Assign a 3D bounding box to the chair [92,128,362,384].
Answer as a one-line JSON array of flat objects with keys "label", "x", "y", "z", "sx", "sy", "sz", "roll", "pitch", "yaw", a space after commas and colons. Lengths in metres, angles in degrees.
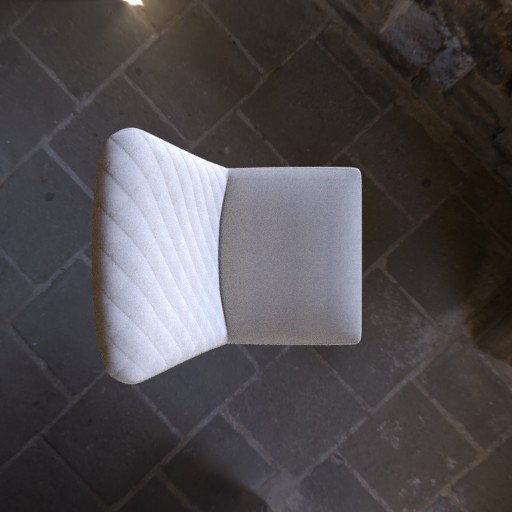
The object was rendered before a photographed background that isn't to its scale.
[{"label": "chair", "x": 0.000, "y": 0.000, "z": 1.244, "sx": 0.597, "sy": 0.933, "sz": 0.503, "roll": 0, "pitch": 90, "yaw": -1}]
